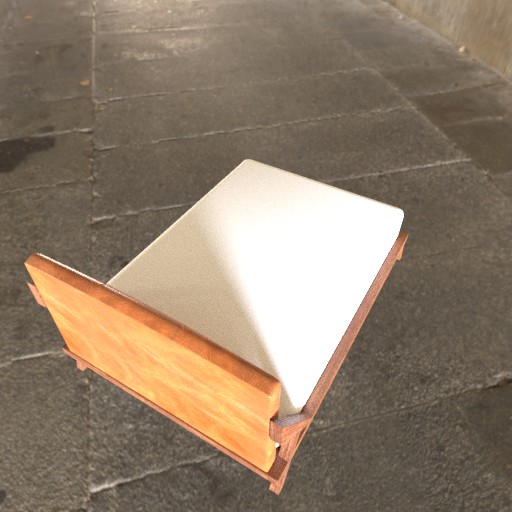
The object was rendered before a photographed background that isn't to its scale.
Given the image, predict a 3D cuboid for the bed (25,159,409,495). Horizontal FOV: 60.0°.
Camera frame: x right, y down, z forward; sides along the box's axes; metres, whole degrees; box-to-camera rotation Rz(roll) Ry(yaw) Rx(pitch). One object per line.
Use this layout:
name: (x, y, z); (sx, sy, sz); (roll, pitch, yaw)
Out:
bed: (0.000, 0.000, 3.164); (1.651, 1.168, 2.311); (23, 49, 21)
